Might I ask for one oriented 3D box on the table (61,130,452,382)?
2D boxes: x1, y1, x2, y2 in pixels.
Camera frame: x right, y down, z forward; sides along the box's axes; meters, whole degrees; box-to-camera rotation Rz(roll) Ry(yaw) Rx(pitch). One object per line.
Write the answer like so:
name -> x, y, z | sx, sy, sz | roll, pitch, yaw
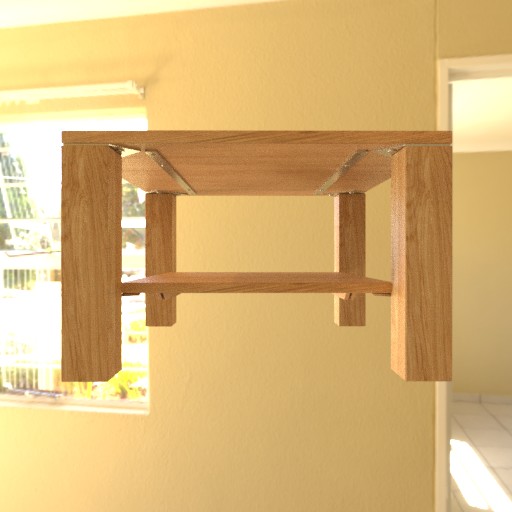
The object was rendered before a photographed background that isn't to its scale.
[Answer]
table -> 0.000, 0.000, 1.141 | 0.700, 0.450, 0.700 | 0, 0, 0
